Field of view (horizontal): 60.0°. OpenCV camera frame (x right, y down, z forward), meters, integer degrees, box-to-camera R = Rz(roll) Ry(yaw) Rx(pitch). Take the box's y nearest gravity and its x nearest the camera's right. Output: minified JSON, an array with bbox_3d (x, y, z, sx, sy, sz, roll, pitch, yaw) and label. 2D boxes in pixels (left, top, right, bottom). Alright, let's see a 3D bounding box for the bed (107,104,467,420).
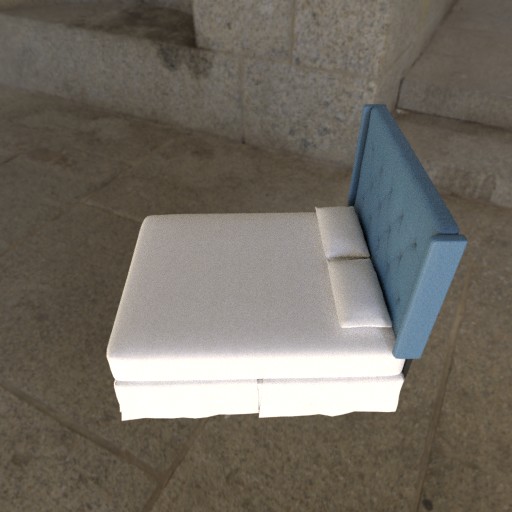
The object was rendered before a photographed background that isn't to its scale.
[{"bbox_3d":[0.000,0.000,3.340,2.078,1.665,1.719,-1,41,-1],"label":"bed"}]
